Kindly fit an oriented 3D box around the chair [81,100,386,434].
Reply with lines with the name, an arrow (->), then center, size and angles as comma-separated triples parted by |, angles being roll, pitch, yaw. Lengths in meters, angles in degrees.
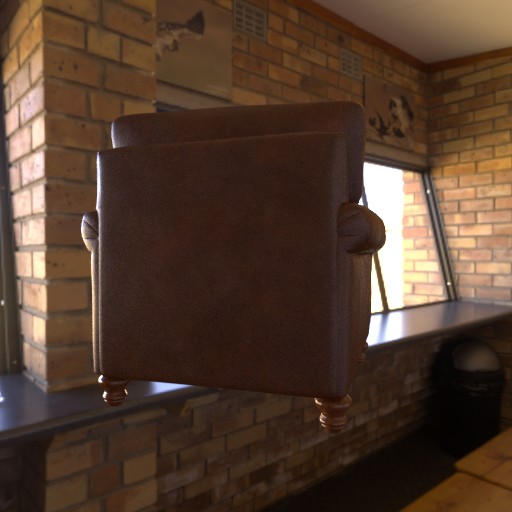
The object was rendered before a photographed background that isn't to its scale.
chair -> 0.000, 0.000, 1.749 | 0.989, 0.972, 0.992 | 0, 1, 17
